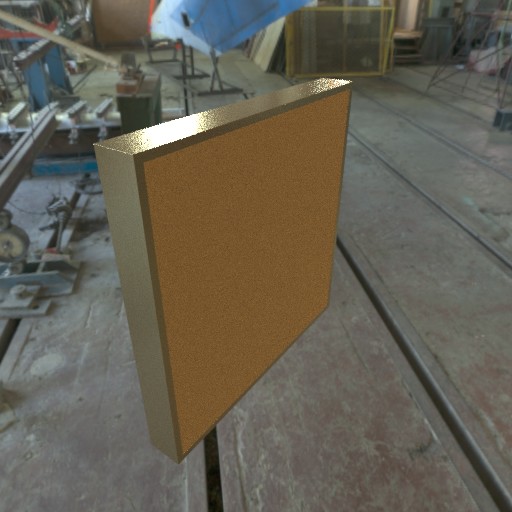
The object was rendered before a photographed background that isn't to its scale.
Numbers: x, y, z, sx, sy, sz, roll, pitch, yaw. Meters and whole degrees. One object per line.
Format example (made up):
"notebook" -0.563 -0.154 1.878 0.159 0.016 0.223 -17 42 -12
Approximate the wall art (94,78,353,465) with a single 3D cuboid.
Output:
"wall art" 0.000 0.000 0.460 0.038 0.304 0.304 21 37 30
